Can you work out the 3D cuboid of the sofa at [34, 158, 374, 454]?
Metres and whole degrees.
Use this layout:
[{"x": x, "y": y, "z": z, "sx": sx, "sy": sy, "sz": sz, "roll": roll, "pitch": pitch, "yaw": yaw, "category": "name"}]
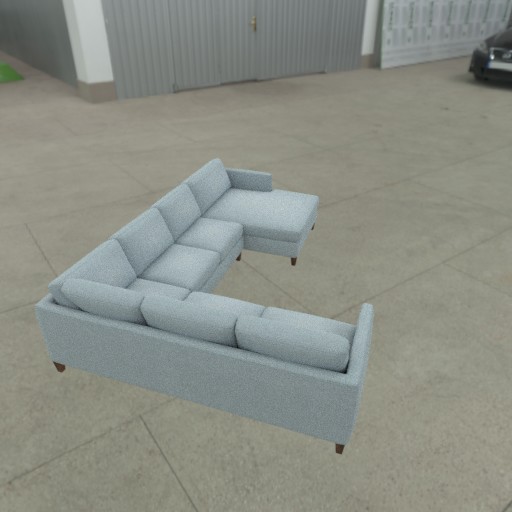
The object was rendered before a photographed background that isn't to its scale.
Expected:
[{"x": 0.000, "y": 0.000, "z": 4.575, "sx": 2.551, "sy": 0.889, "sz": 3.403, "roll": 10, "pitch": 32, "yaw": 16, "category": "sofa"}]
